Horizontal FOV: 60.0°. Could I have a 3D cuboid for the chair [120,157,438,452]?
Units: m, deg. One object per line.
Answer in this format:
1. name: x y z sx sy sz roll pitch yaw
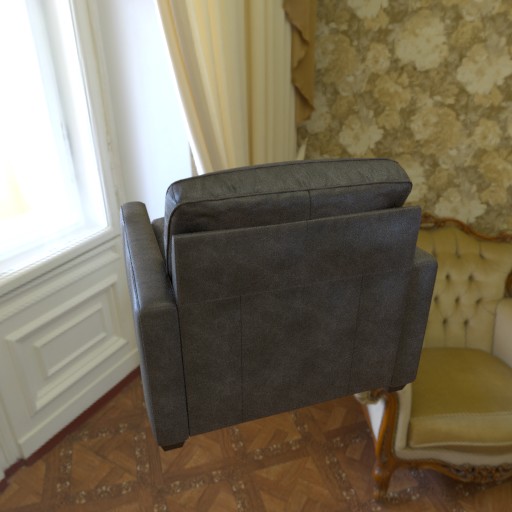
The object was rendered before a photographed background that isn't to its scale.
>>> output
1. chair: 0.000 0.000 1.775 1.006 0.916 0.939 -8 27 -17
